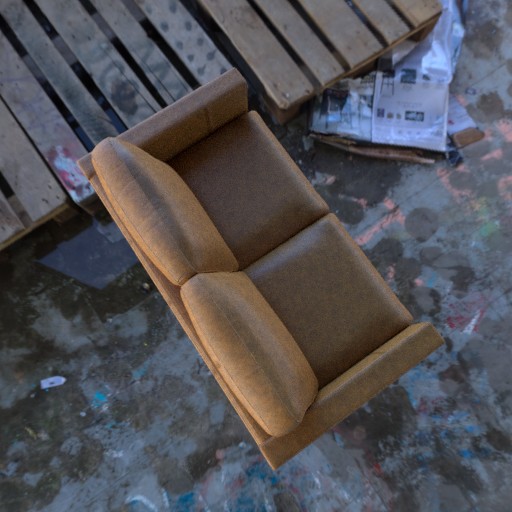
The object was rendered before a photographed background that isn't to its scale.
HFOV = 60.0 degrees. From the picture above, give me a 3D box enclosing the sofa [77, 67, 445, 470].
[{"bbox_3d":[0.000,0.000,2.123,0.909,0.951,1.578,-34,79,-7],"label":"sofa"}]
